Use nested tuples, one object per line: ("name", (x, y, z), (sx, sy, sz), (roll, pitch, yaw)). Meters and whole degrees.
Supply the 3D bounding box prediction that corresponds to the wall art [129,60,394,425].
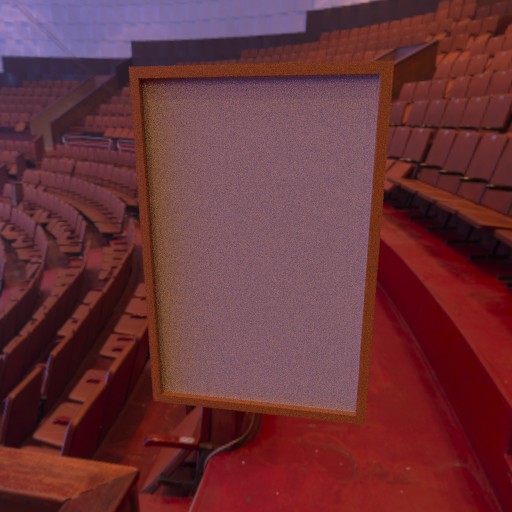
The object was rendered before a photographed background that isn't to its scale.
("wall art", (0.000, 0.000, 1.147), (0.610, 0.916, 0.037), (3, 17, 10))
